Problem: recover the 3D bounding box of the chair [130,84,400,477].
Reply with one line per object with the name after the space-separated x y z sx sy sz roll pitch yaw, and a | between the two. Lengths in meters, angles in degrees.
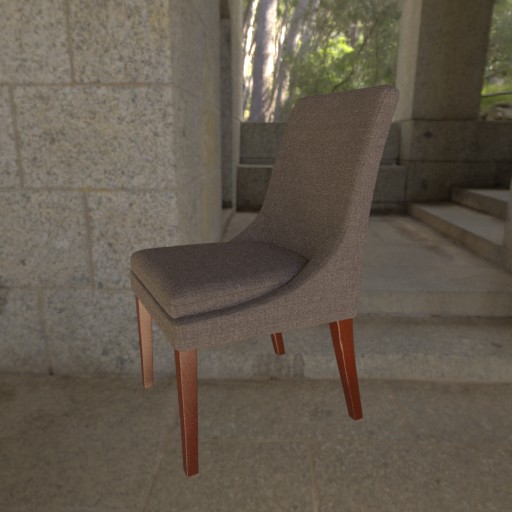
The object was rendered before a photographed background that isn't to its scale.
0.000 0.000 1.322 0.655 0.952 0.508 -7 17 -26 | chair
